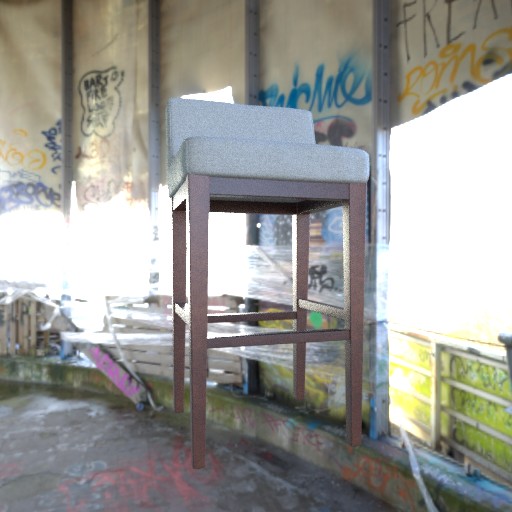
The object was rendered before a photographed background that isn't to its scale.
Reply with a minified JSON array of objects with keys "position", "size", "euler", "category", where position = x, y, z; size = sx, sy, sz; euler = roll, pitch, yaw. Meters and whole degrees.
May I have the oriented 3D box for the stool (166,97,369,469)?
[{"position":[0.000,0.000,1.350],"size":[0.511,1.037,0.500],"euler":[0,0,-17],"category":"stool"}]
